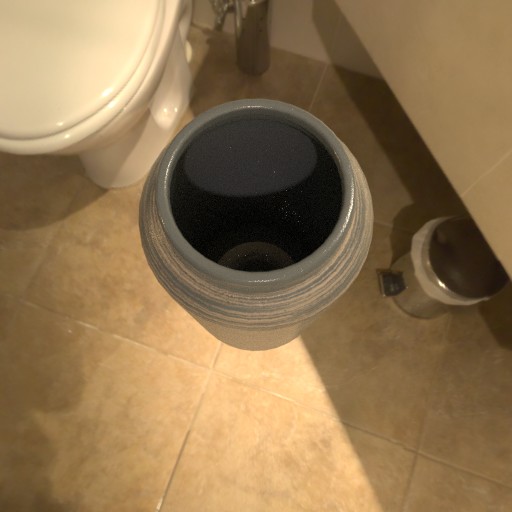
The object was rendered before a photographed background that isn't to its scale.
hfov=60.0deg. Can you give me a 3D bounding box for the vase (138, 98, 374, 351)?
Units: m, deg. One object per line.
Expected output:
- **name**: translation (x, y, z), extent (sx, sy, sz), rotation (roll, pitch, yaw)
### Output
- **vase**: translation (0.000, 0.000, 0.299), extent (0.116, 0.230, 0.116), rotation (0, 75, 0)
